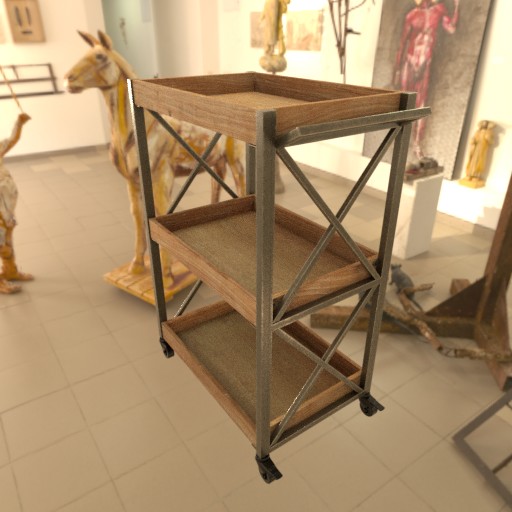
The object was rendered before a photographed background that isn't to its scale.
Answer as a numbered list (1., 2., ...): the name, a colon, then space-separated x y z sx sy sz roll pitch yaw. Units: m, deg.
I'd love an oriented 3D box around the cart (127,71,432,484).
1. cart: 0.000 0.000 1.153 0.377 0.835 0.673 -18 32 -31
